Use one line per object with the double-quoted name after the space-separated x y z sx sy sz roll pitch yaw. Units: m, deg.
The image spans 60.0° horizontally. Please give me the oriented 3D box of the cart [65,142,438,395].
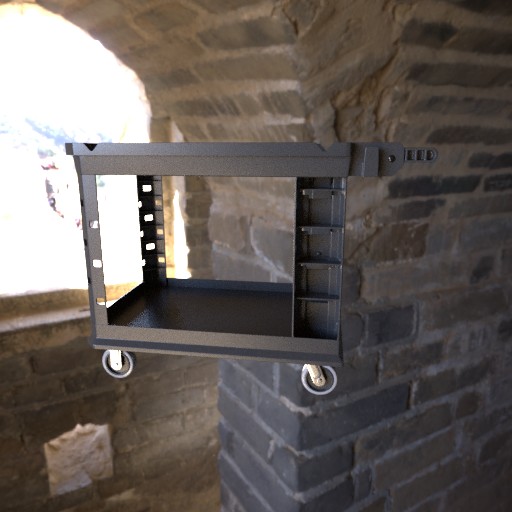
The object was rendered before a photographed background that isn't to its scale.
0.000 0.000 1.793 1.239 0.884 0.674 2 14 9 "cart"
